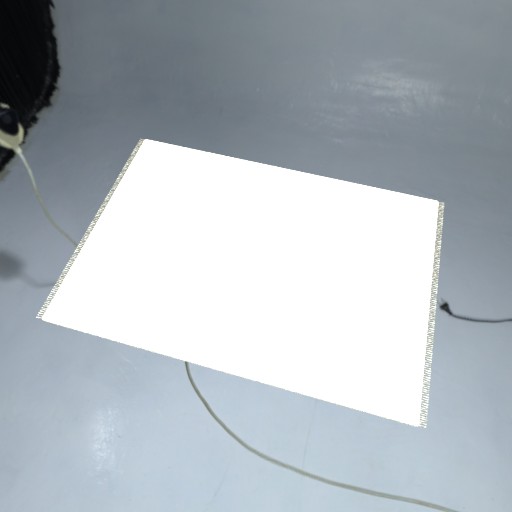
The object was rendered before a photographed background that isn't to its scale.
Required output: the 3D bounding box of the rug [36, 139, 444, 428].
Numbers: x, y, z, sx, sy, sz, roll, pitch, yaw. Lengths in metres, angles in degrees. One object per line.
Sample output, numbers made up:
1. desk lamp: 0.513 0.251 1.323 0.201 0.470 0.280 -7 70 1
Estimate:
1. rug: 0.000 0.000 2.795 2.233 0.011 1.514 14 60 8
